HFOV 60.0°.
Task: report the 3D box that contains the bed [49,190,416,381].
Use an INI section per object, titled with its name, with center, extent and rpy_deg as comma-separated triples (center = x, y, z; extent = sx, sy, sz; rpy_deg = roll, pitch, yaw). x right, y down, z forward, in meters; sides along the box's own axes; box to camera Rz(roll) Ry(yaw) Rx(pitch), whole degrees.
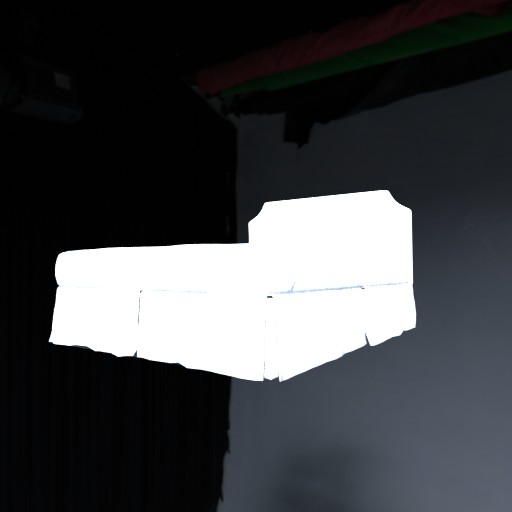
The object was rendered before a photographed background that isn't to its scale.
[bed]
center = 0.000, 0.000, 3.626
extent = 1.977, 1.293, 2.498
rpy_deg = -1, -2, 35
